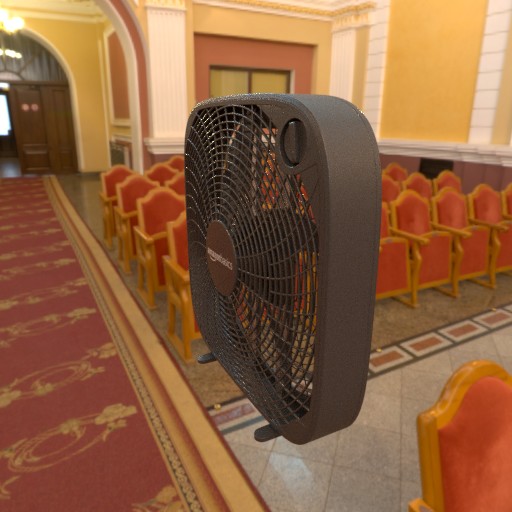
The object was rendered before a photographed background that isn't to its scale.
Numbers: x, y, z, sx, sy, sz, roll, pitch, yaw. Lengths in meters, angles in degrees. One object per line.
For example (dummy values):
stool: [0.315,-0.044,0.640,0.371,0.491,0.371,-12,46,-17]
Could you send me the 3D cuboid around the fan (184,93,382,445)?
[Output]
fan: [0.000,0.000,0.784,0.142,0.533,0.526,-9,19,-26]
